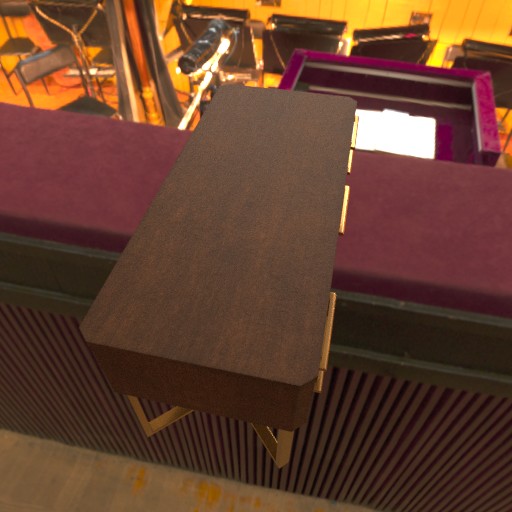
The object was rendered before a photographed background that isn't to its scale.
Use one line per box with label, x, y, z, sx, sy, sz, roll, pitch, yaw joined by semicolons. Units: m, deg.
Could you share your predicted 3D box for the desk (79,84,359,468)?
desk;0.000;0.000;1.913;0.684;0.762;1.479;9;49;8
